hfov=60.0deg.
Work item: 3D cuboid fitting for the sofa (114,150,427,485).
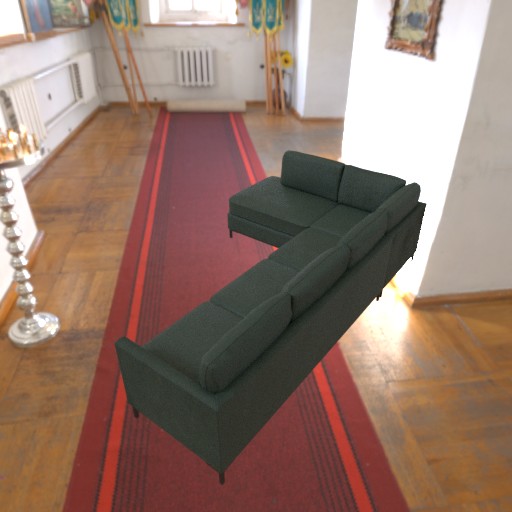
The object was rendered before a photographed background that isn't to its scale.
[{"bbox_3d":[0.000,0.000,4.219,2.048,0.996,3.384,22,38,31],"label":"sofa"}]
